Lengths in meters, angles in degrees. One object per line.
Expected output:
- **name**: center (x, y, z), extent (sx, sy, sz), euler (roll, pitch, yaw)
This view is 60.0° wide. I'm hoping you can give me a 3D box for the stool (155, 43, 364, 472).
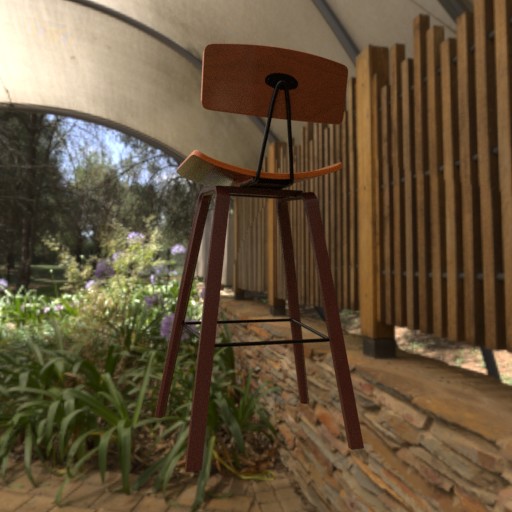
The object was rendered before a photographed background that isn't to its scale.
- **stool**: center (0.000, 0.000, 1.239), extent (0.509, 0.969, 0.440), euler (1, -2, -18)
